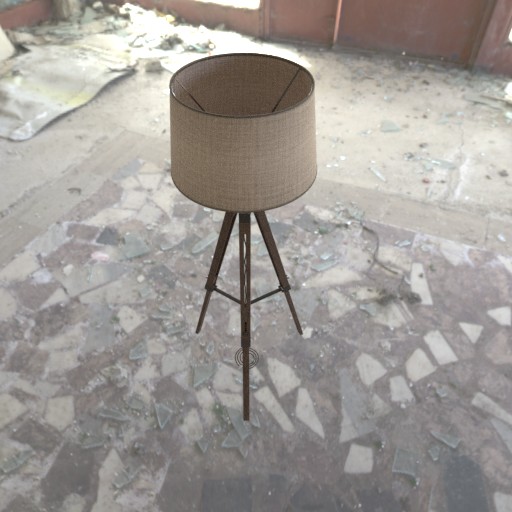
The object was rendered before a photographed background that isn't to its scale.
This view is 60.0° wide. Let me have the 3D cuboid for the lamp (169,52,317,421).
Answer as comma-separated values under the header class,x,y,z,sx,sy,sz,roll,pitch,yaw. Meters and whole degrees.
class,x,y,z,sx,sy,sz,roll,pitch,yaw
lamp,0.000,0.000,1.847,0.587,1.510,0.604,-23,50,-21
